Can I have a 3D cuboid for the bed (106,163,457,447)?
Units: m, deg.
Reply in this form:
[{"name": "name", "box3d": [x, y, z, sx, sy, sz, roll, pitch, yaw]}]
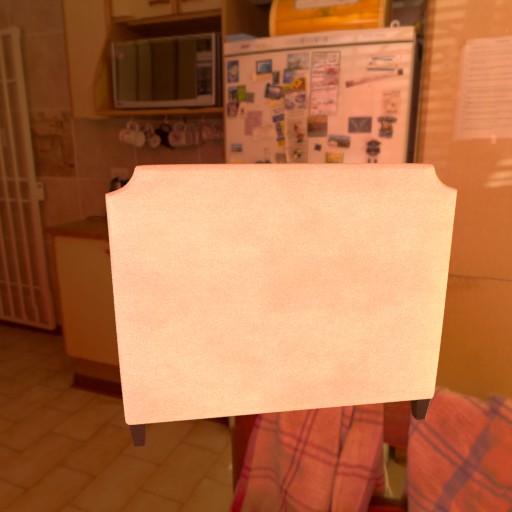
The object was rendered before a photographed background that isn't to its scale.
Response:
[{"name": "bed", "box3d": [0.000, 0.000, 3.343, 1.712, 1.443, 2.372, -2, 14, -8]}]
